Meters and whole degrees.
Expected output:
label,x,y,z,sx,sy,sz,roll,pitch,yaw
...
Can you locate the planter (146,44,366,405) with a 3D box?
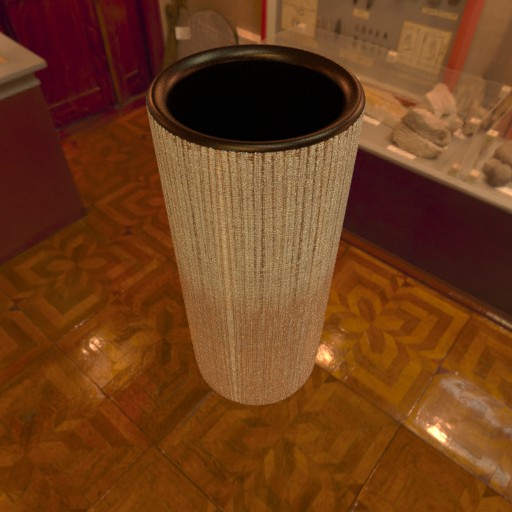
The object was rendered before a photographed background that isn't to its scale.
label,x,y,z,sx,sy,sz,roll,pitch,yaw
planter,0.000,0.000,0.285,0.100,0.227,0.100,34,55,27
